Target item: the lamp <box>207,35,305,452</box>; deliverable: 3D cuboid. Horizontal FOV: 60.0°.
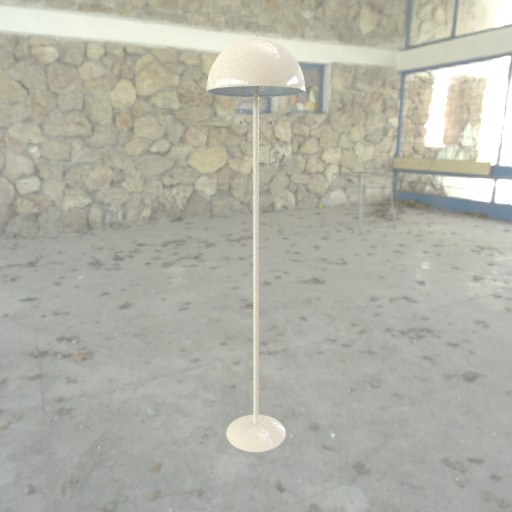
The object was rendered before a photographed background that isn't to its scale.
[{"bbox_3d":[0.000,0.000,1.623,0.328,1.480,0.328,-7,16,-26],"label":"lamp"}]
